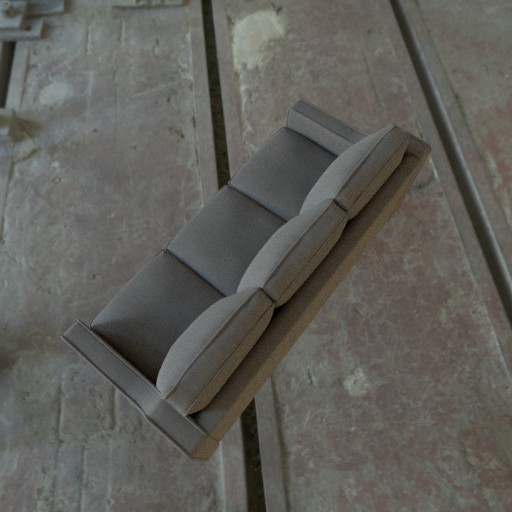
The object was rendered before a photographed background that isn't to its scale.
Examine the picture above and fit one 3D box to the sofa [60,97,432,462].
[{"bbox_3d":[0.000,0.000,2.513,0.911,0.974,1.986,35,69,16],"label":"sofa"}]
